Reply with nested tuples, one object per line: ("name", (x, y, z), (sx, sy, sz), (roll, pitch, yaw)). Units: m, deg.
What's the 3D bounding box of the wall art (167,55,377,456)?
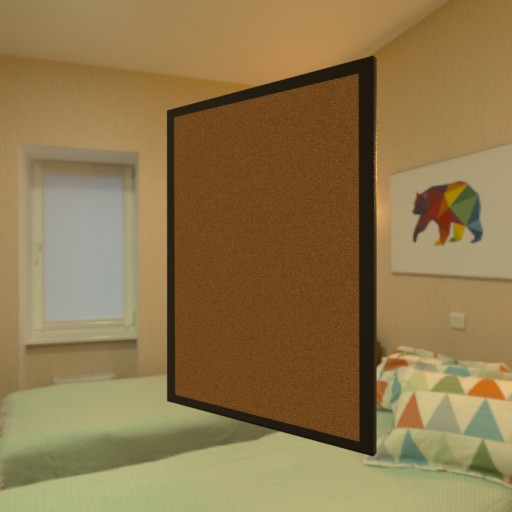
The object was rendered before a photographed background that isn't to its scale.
("wall art", (0.000, 0.000, 0.870), (0.480, 0.657, 0.016), (0, 0, 35))
